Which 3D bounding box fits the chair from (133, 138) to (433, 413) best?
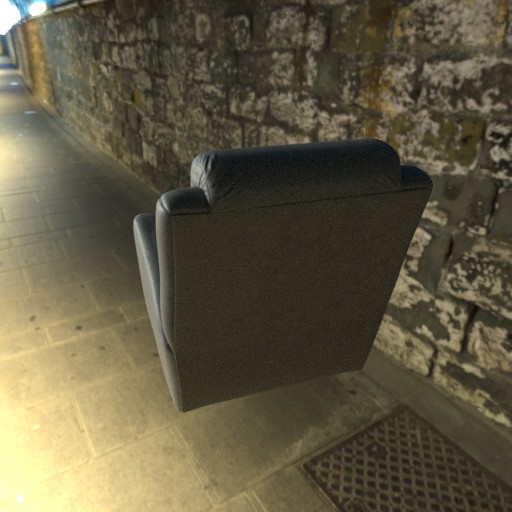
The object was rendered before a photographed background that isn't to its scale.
[{"bbox_3d":[0.000,0.000,1.930,0.965,1.116,1.068,-8,27,-17],"label":"chair"}]
